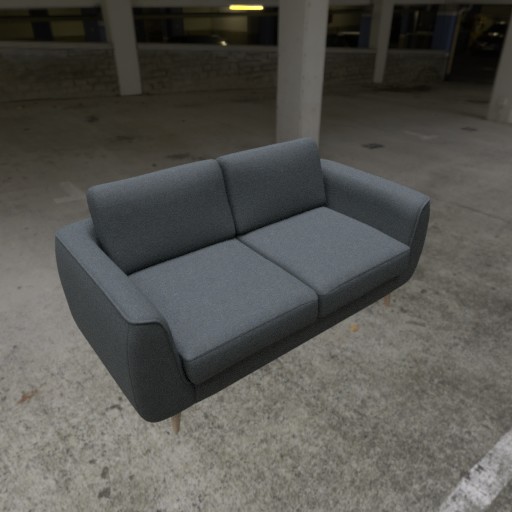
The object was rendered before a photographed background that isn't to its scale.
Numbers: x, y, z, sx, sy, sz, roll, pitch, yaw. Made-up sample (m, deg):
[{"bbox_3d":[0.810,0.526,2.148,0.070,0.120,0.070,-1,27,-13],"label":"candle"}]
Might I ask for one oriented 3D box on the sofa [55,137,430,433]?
[{"bbox_3d":[0.000,0.000,2.210,1.700,0.850,0.920,-22,37,-32],"label":"sofa"}]
